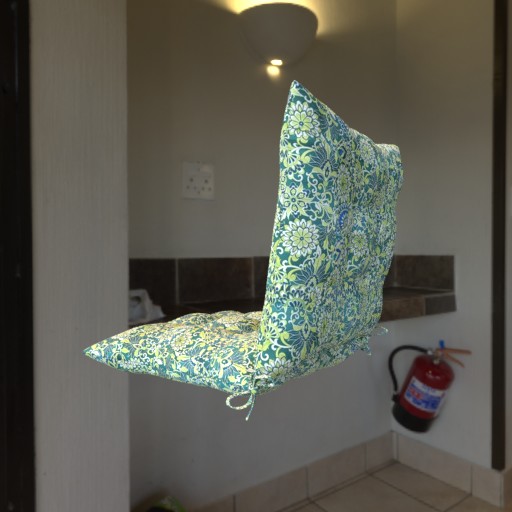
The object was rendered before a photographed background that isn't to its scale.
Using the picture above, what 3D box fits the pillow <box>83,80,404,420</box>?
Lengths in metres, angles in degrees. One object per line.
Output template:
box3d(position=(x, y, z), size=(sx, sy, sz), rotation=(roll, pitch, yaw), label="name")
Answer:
box3d(position=(0.000, 0.000, 1.012), size=(0.585, 0.536, 0.541), rotation=(1, 1, 35), label="pillow")
